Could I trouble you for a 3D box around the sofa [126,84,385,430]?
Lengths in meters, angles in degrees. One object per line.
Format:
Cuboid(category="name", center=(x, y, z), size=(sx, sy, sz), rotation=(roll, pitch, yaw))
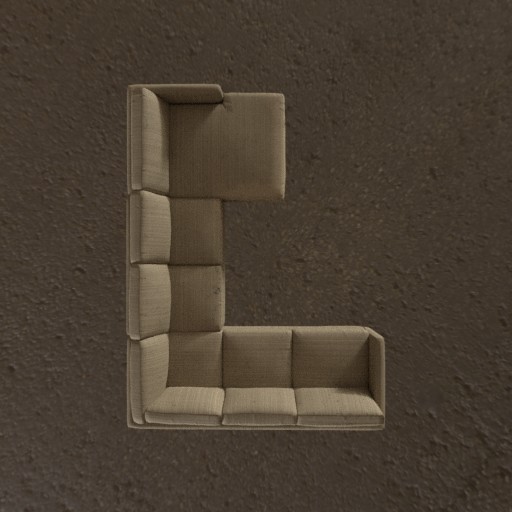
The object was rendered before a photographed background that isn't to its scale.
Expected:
Cuboid(category="sofa", center=(0.000, 0.000, 4.646), size=(2.594, 0.961, 3.460), rotation=(0, 90, 1))
